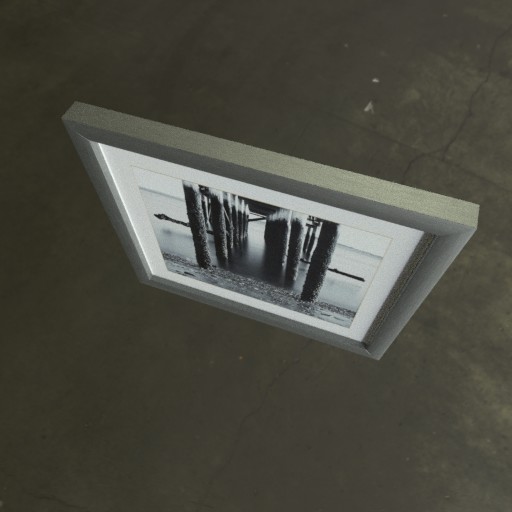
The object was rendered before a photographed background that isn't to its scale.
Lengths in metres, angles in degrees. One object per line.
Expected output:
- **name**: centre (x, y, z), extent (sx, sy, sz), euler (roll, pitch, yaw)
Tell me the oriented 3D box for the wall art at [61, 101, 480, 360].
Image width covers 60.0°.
- **wall art**: centre (0.000, 0.000, 0.531), extent (0.380, 0.330, 0.028), euler (17, 60, 10)
